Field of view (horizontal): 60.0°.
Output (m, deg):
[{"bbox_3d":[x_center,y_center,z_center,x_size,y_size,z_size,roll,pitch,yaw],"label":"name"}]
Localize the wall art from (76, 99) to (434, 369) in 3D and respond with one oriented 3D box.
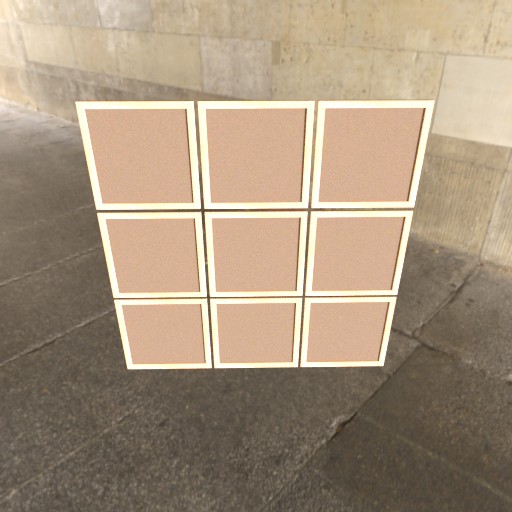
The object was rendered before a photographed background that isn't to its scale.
[{"bbox_3d":[0.000,0.000,1.810,1.216,1.218,0.013,-1,30,-1],"label":"wall art"}]
